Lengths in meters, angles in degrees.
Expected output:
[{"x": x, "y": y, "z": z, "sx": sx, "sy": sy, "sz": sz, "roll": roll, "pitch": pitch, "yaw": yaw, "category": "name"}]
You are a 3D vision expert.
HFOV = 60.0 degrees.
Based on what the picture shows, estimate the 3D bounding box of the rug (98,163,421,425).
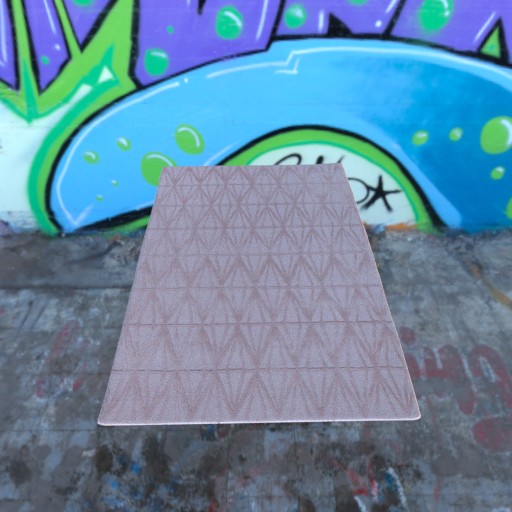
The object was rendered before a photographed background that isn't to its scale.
[{"x": 0.000, "y": 0.000, "z": 2.334, "sx": 1.230, "sy": 0.025, "sz": 1.837, "roll": -1, "pitch": 42, "yaw": -1, "category": "rug"}]
